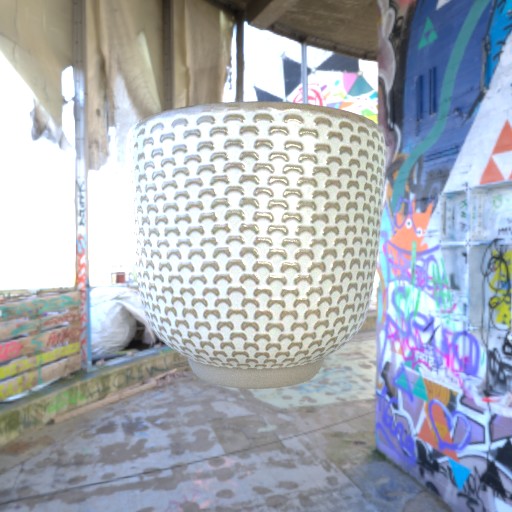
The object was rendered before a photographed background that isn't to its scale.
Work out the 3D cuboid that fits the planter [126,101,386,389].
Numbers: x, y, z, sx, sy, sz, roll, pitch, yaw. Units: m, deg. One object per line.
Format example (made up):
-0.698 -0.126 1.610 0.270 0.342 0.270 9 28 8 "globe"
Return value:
0.000 0.000 0.308 0.173 0.160 0.173 0 1 0 "planter"
